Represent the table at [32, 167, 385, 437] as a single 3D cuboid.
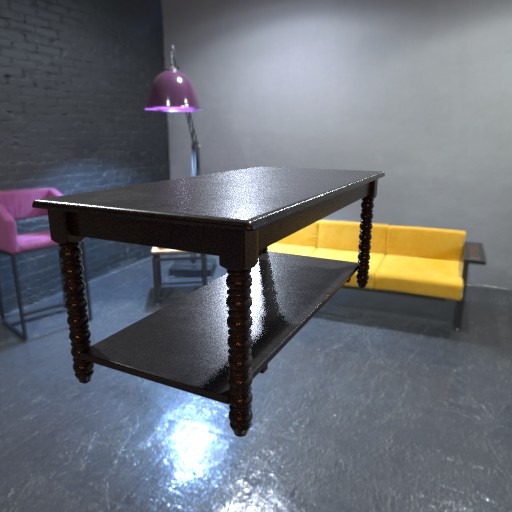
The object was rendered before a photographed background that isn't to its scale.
[{"bbox_3d":[0.000,0.000,1.465,0.580,0.487,1.171,8,17,26],"label":"table"}]
